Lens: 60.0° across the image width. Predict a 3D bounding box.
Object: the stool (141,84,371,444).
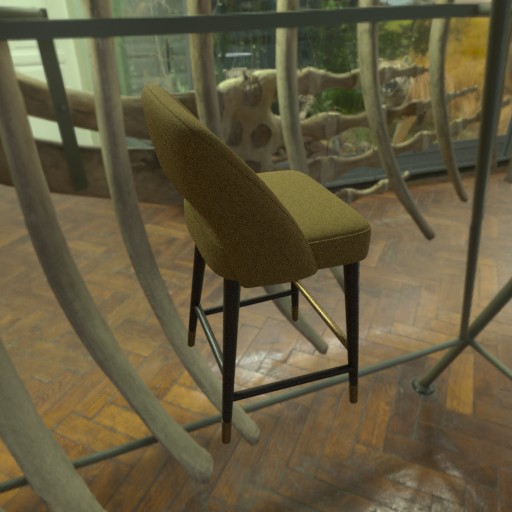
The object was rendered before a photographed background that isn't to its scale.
[{"bbox_3d":[0.000,0.000,1.272,0.522,0.939,0.536,-11,32,-18],"label":"stool"}]
